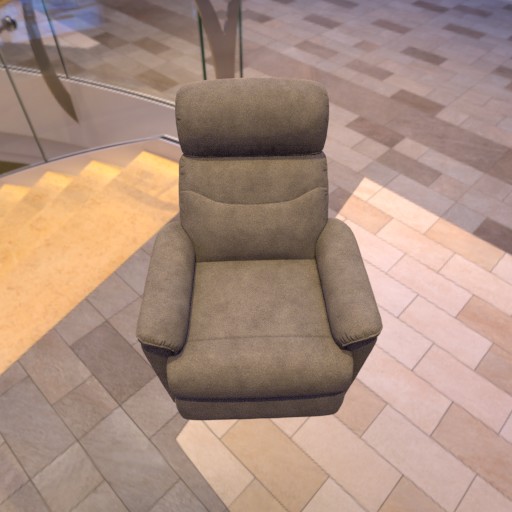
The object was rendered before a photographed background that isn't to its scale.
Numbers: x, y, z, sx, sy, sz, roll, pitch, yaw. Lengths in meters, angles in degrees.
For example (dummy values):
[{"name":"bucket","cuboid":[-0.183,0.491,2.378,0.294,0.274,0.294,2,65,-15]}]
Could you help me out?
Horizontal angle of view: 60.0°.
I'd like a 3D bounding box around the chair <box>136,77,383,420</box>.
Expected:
[{"name":"chair","cuboid":[0.000,0.000,1.773,0.830,1.036,1.009,-2,48,-1]}]
